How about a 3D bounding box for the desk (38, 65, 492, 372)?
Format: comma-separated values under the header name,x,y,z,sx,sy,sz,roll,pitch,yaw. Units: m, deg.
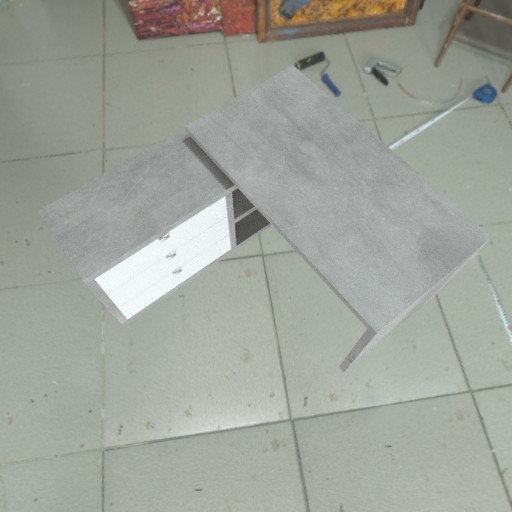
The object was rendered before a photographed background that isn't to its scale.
name,x,y,z,sx,sy,sz,roll,pitch,yaw
desk,0.000,0.000,2.288,1.500,0.740,1.400,-35,69,-16
